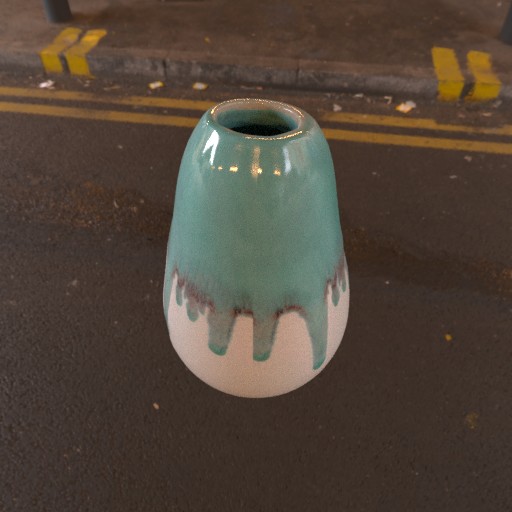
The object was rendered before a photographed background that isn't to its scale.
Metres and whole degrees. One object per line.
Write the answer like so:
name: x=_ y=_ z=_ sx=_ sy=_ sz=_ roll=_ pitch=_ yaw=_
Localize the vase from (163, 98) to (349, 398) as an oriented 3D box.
vase: x=0.000 y=0.000 z=0.253 sx=0.116 sy=0.179 sz=0.116 roll=0 pitch=46 yaw=0
